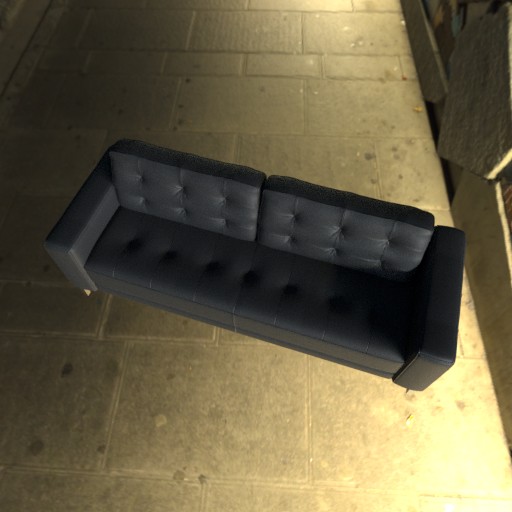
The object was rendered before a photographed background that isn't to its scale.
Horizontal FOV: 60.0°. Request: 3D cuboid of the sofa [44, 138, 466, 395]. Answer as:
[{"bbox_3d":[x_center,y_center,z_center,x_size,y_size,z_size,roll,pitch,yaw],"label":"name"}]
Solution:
[{"bbox_3d":[0.000,0.000,2.637,2.275,0.893,0.833,15,60,9],"label":"sofa"}]
